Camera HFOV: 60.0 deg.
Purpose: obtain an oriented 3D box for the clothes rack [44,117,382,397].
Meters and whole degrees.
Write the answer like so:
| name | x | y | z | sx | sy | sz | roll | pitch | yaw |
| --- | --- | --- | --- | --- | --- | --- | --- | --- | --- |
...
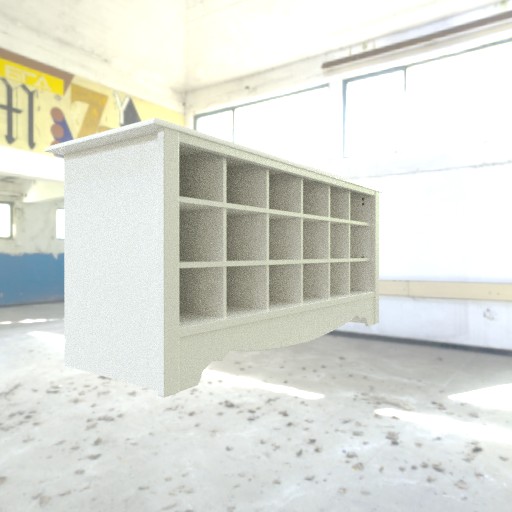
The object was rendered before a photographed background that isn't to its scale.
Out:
| name | x | y | z | sx | sy | sz | roll | pitch | yaw |
| --- | --- | --- | --- | --- | --- | --- | --- | --- | --- |
| clothes rack | 0.000 | 0.000 | 1.468 | 0.405 | 0.558 | 1.218 | 0 | 0 | 36 |
